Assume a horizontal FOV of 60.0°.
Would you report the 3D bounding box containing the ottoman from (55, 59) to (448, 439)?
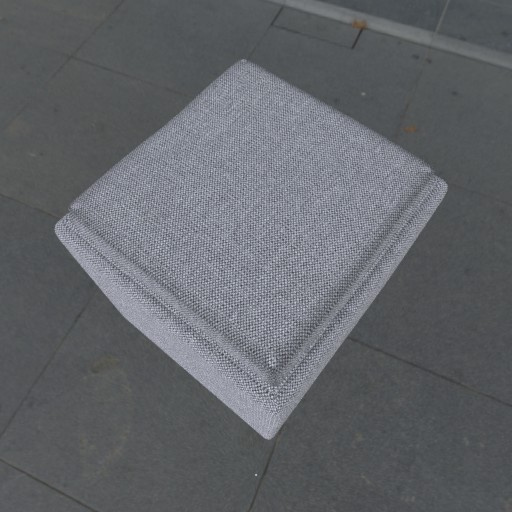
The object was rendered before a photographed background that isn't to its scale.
[{"bbox_3d":[0.000,0.000,0.840,0.436,0.487,0.454,36,69,16],"label":"ottoman"}]
